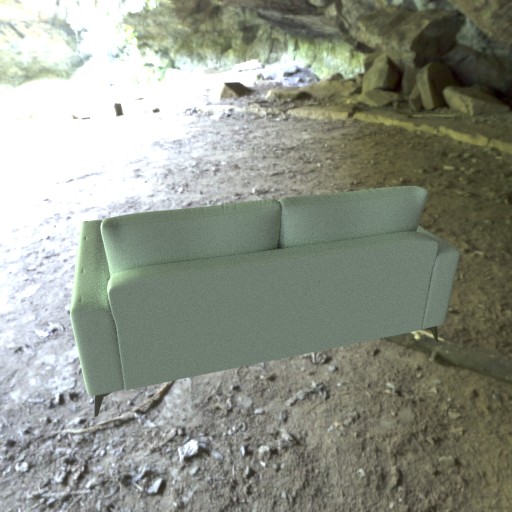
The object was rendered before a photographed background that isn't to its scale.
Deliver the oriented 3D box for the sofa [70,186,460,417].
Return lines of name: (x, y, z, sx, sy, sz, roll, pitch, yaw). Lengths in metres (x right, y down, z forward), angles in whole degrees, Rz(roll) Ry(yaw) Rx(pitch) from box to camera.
sofa: (0.000, 0.000, 2.194, 1.650, 0.790, 0.920, -8, 27, -15)
